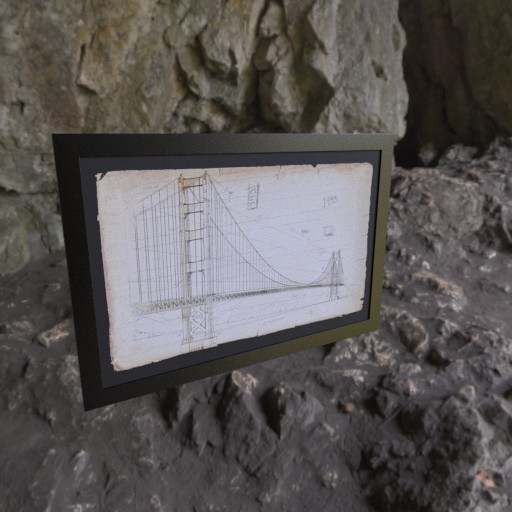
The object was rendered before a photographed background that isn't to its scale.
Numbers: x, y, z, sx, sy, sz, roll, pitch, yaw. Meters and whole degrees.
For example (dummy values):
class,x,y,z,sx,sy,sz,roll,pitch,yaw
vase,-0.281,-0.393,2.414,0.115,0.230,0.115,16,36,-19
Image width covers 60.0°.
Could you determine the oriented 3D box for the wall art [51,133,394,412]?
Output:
class,x,y,z,sx,sy,sz,roll,pitch,yaw
wall art,0.000,0.000,0.840,0.660,0.447,0.013,-8,18,-28
